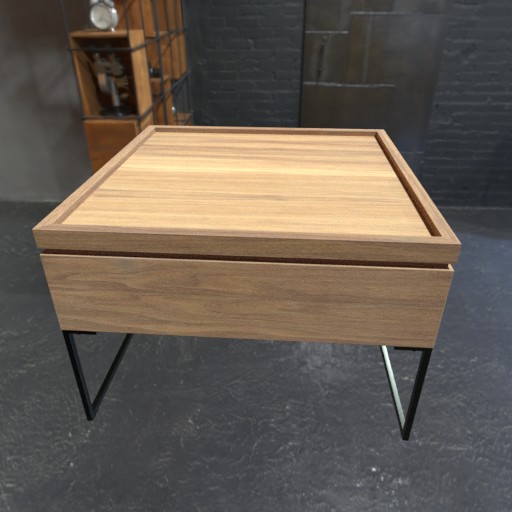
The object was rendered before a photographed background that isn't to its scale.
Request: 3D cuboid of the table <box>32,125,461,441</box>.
[{"bbox_3d":[0.000,0.000,1.102,0.679,0.464,0.676,2,30,4],"label":"table"}]
